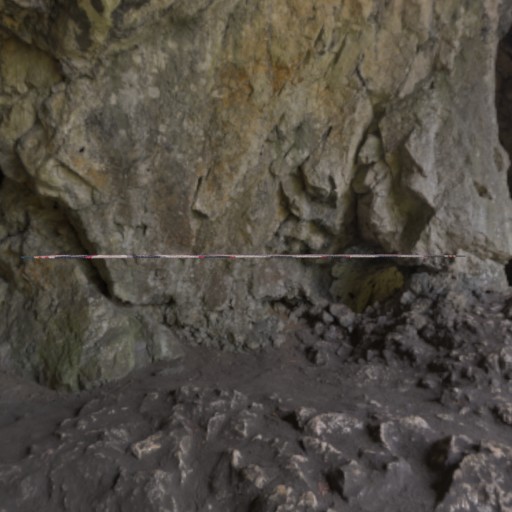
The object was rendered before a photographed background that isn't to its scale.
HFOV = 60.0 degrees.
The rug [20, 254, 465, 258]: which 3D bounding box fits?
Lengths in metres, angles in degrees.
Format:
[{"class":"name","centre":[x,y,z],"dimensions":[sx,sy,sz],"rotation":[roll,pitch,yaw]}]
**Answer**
[{"class":"rug","centre":[0.000,0.000,2.705],"dimensions":[2.440,0.009,0.760],"rotation":[0,1,-17]}]
